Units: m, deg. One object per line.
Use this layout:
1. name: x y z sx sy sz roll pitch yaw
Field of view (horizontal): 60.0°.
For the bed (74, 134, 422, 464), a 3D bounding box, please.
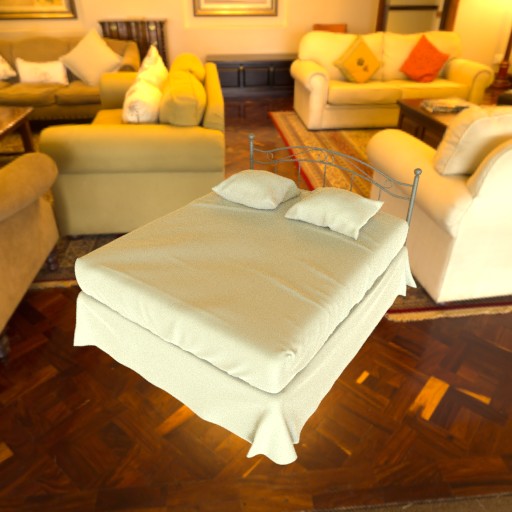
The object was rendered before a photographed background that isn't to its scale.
1. bed: 0.000 0.000 3.334 1.936 1.080 2.215 20 37 30
